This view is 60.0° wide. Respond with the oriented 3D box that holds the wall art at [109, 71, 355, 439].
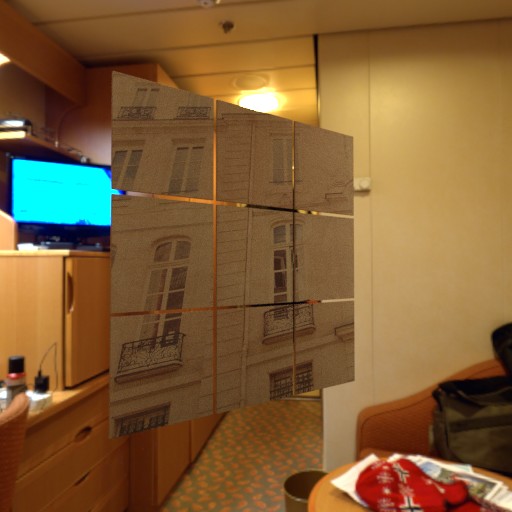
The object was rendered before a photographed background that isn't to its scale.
[{"bbox_3d":[0.000,0.000,2.305,1.526,1.522,0.023,1,-2,-38],"label":"wall art"}]
